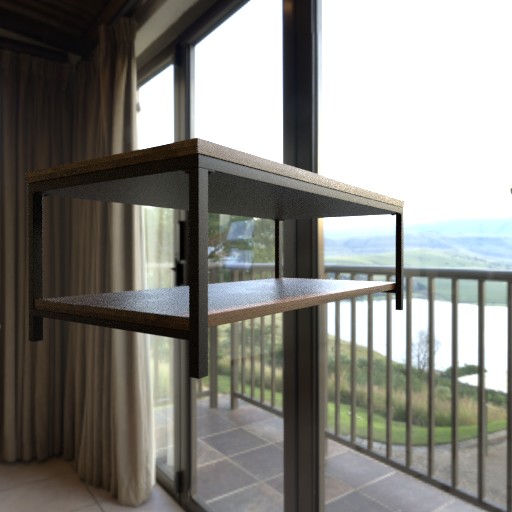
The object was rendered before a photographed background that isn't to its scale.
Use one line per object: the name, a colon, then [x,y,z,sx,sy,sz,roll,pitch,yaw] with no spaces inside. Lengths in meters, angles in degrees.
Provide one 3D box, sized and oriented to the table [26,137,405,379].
table: [0.000,0.000,1.335,0.551,0.399,1.100,0,1,36]
